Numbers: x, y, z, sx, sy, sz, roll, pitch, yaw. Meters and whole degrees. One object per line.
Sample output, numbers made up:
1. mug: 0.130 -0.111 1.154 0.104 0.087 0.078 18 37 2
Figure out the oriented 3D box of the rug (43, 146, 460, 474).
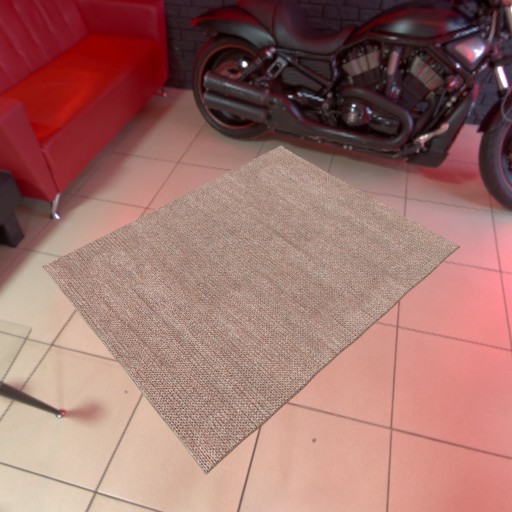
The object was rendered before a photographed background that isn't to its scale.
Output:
1. rug: 0.000 0.000 4.114 3.052 0.030 2.429 -33 54 -28
